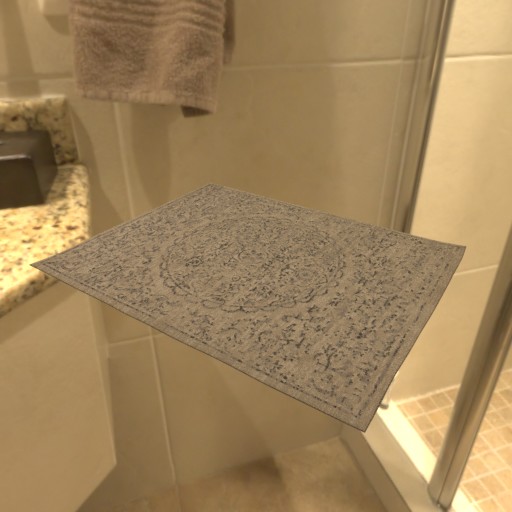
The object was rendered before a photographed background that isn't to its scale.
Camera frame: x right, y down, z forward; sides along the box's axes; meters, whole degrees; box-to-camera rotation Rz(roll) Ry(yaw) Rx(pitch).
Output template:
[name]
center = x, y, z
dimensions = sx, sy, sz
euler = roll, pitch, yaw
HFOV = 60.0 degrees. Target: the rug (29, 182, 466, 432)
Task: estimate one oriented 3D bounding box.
[rug]
center = 0.000, 0.000, 3.770
dimensions = 2.925, 0.026, 2.343
euler = 19, 35, 29
